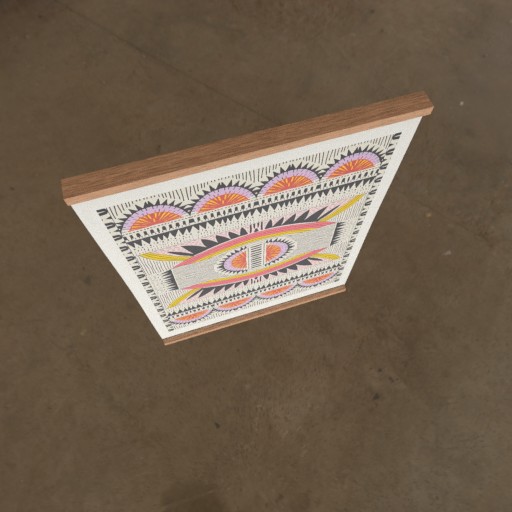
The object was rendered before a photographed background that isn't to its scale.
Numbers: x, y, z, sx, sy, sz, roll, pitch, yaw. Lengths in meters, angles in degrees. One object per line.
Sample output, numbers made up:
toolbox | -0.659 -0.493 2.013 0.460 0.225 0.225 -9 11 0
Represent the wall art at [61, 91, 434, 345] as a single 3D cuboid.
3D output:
wall art | 0.000 0.000 0.797 0.456 0.609 0.028 -16 65 -8
